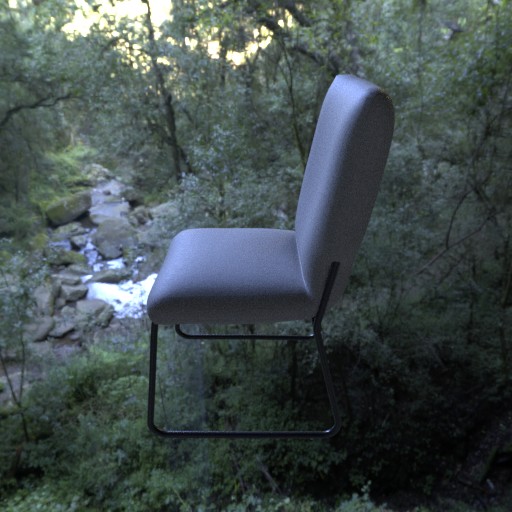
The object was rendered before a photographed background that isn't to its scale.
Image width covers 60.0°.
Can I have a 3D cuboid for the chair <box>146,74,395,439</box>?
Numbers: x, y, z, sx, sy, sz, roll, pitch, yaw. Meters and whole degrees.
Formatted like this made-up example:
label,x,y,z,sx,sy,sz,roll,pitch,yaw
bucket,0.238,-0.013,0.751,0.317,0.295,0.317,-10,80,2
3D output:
label,x,y,z,sx,sy,sz,roll,pitch,yaw
chair,0.000,0.000,1.166,0.560,0.864,0.448,0,27,0
